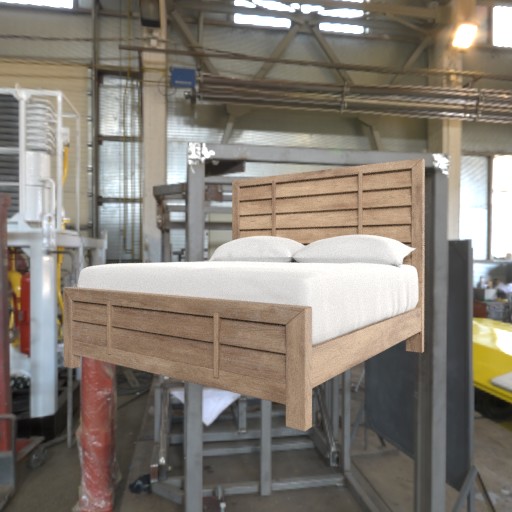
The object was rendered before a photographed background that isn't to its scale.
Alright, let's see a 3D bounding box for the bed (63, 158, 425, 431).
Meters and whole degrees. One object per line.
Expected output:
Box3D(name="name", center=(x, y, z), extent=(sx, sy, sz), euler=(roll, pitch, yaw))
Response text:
Box3D(name="bed", center=(0.000, 0.000, 3.503), extent=(2.032, 1.626, 2.062), euler=(0, 1, 36))
